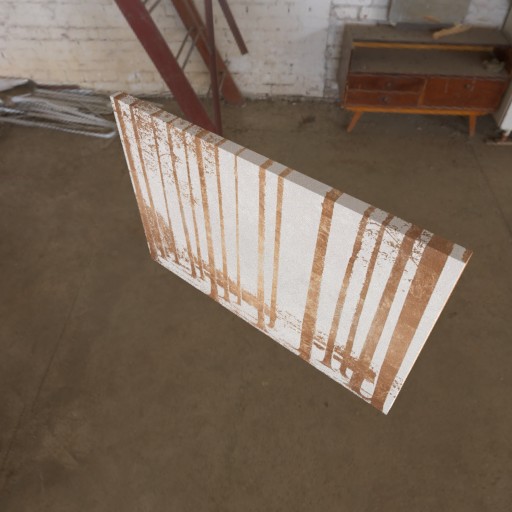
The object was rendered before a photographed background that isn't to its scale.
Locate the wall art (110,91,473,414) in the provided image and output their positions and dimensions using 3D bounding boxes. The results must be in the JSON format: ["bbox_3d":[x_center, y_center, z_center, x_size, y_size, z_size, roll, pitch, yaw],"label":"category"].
[{"bbox_3d":[0.000,0.000,1.161,0.914,0.609,0.035,30,54,25],"label":"wall art"}]
